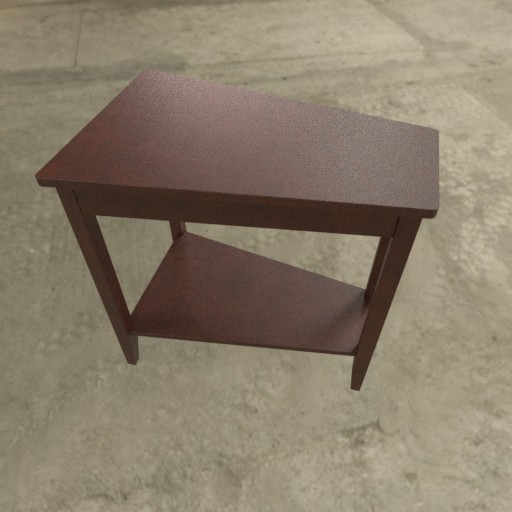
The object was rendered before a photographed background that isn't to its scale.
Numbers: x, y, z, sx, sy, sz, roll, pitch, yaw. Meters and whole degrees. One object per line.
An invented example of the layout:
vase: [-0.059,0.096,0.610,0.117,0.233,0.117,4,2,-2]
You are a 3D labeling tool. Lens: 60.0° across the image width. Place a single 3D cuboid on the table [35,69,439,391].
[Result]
table: [0.000,0.000,0.974,0.605,0.589,0.399,12,48,11]
